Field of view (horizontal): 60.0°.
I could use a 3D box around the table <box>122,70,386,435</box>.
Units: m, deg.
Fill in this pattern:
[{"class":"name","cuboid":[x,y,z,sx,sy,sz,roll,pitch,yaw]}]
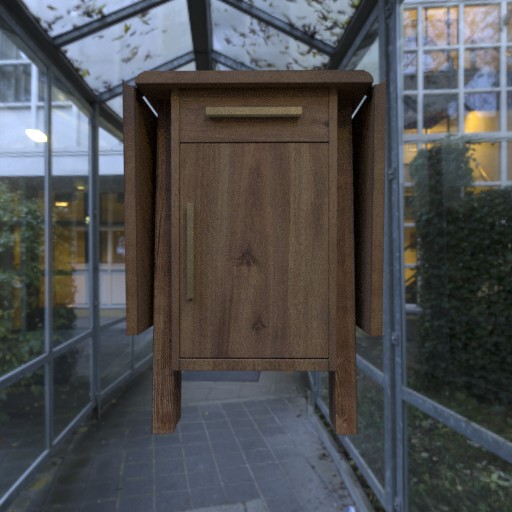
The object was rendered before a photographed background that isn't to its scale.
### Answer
[{"class":"table","cuboid":[0.000,0.000,1.657,0.701,0.981,0.967,0,0,1]}]
